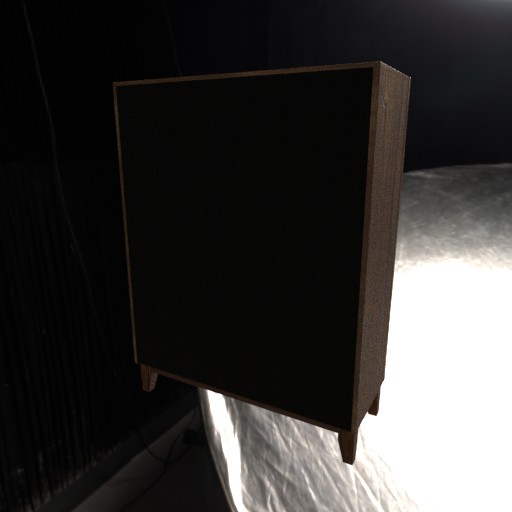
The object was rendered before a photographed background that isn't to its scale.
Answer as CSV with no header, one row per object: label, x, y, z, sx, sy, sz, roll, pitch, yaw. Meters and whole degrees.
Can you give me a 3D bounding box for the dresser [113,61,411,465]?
dresser,0.000,0.000,1.878,1.062,1.393,0.442,8,17,28
